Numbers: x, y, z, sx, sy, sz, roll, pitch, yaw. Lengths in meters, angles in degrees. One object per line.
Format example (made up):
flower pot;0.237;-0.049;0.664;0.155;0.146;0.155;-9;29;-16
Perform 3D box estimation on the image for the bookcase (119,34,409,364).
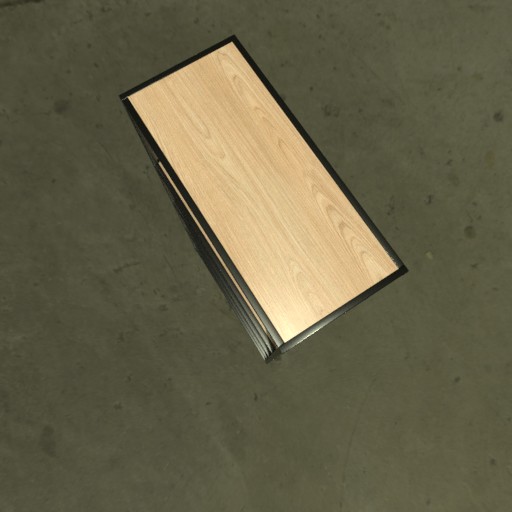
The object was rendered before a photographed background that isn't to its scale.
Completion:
bookcase;0.000;0.000;1.806;0.350;1.500;0.770;-32;78;-8
